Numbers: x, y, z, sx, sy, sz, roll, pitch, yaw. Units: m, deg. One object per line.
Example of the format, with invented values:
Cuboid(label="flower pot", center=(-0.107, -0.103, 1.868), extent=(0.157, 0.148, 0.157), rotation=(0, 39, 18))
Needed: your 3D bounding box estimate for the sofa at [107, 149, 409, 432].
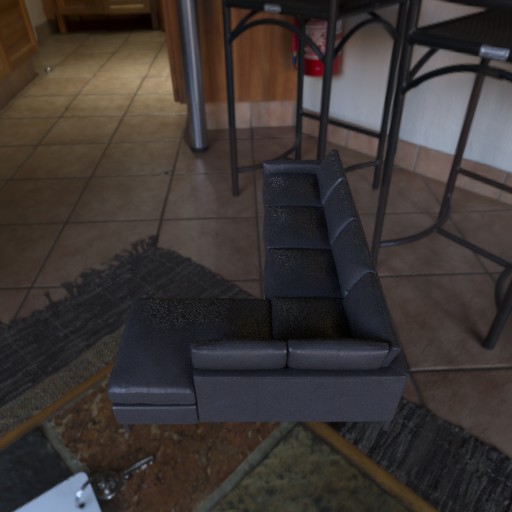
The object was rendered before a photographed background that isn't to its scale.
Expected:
Cuboid(label="sofa", center=(0.000, 0.000, 4.024), extent=(1.938, 0.877, 2.984), rotation=(0, 39, 0))
